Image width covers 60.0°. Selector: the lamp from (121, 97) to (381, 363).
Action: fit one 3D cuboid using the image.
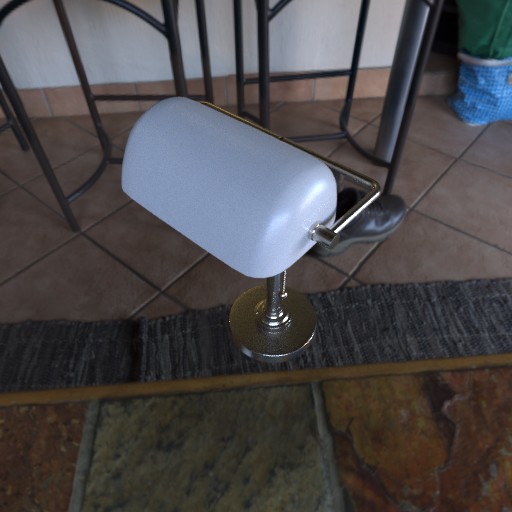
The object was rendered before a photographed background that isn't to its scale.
[{"bbox_3d":[0.000,0.000,0.575,0.269,0.404,0.227,33,55,27],"label":"lamp"}]
